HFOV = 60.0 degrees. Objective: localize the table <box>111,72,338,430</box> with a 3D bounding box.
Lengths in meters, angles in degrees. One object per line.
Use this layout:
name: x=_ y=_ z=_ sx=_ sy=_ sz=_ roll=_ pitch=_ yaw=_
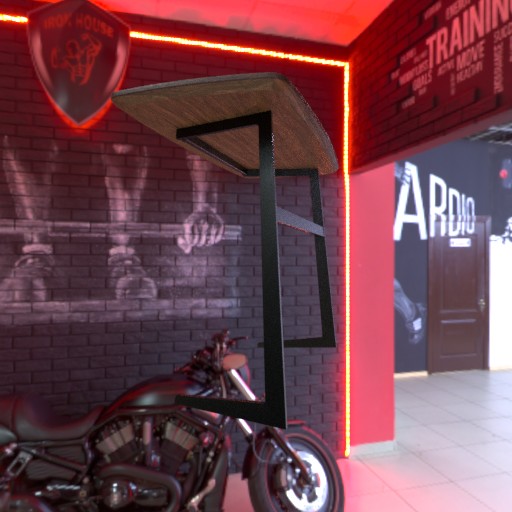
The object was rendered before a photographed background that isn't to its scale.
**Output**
table: x=0.000 y=0.000 z=1.112 sx=0.361 sy=0.576 sz=0.804 roll=0 pitch=0 yaw=17
